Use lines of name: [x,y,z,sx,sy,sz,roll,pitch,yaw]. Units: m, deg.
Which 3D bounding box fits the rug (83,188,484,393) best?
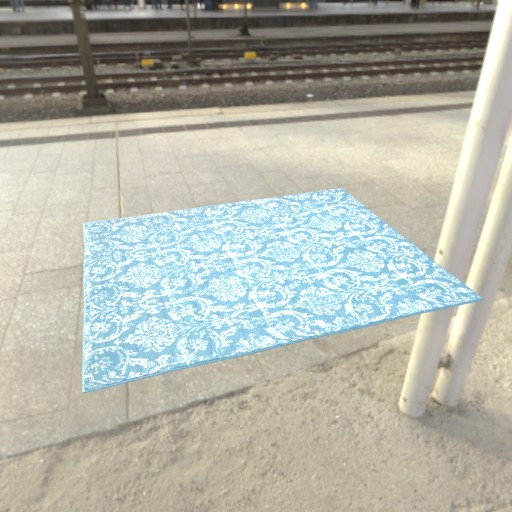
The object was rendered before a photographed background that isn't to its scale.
rug: [0.000,0.000,4.026,2.980,0.012,2.363,-10,33,-16]
